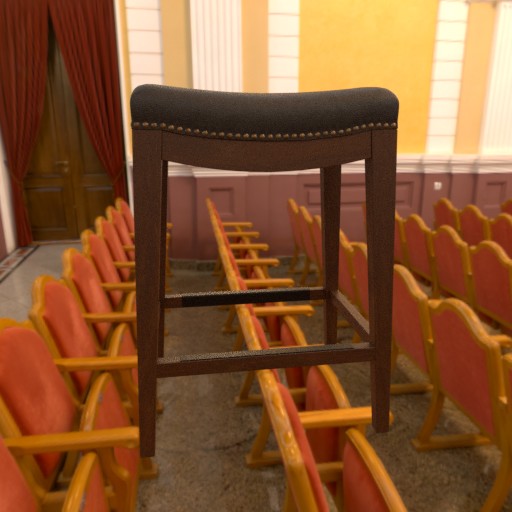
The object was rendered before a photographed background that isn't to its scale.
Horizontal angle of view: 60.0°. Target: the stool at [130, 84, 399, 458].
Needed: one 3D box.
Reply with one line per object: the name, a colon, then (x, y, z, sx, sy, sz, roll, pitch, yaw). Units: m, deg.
stool: (0.000, 0.000, 0.935, 0.490, 0.664, 0.353, -2, 16, -8)
